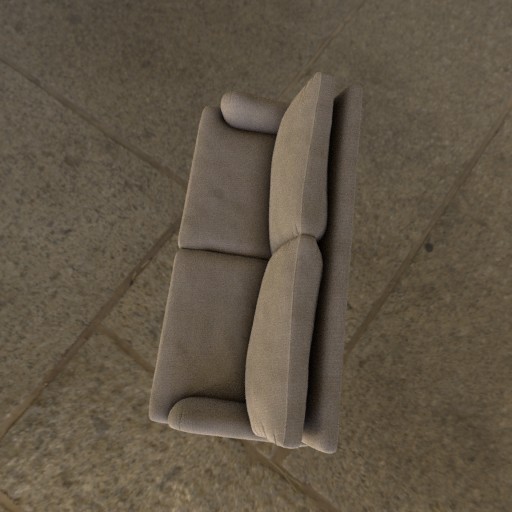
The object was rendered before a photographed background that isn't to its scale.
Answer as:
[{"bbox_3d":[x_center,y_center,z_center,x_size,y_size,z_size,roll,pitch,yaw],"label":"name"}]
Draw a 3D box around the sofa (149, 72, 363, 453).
[{"bbox_3d":[0.000,0.000,2.876,1.069,1.096,2.193,7,75,2],"label":"sofa"}]
